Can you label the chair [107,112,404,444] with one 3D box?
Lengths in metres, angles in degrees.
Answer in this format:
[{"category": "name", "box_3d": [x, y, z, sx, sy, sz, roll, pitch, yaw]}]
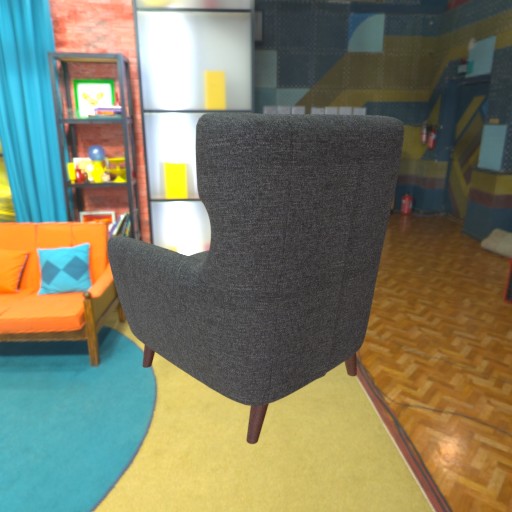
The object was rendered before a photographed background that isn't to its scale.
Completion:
[{"category": "chair", "box_3d": [0.000, 0.000, 1.756, 0.878, 1.063, 0.904, -16, 23, -42]}]
